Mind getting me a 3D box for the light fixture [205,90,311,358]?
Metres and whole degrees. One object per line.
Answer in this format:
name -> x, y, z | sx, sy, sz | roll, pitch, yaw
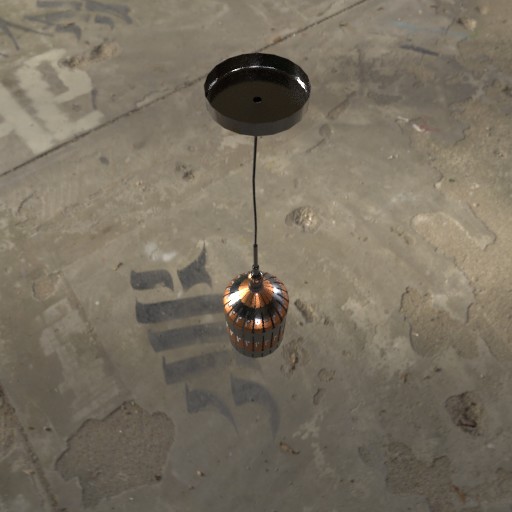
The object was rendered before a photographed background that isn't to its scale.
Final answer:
light fixture -> 0.000, 0.000, 1.686 | 0.303, 1.535, 0.303 | 0, 59, 0
